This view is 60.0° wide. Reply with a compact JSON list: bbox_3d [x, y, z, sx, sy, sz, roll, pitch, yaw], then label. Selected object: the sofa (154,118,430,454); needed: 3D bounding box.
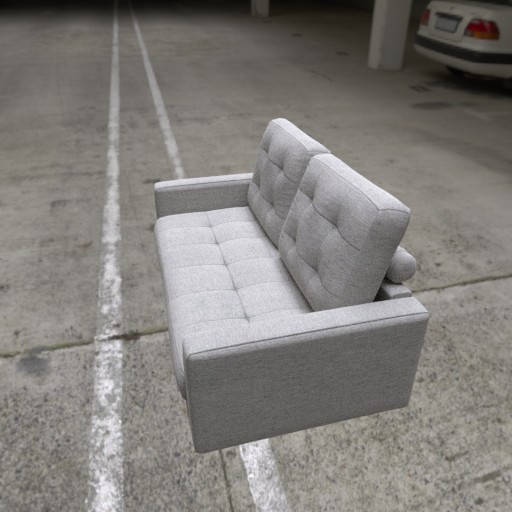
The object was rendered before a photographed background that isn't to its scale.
[{"bbox_3d":[0.000,0.000,1.955,0.842,0.907,1.407,-8,31,-13],"label":"sofa"}]
